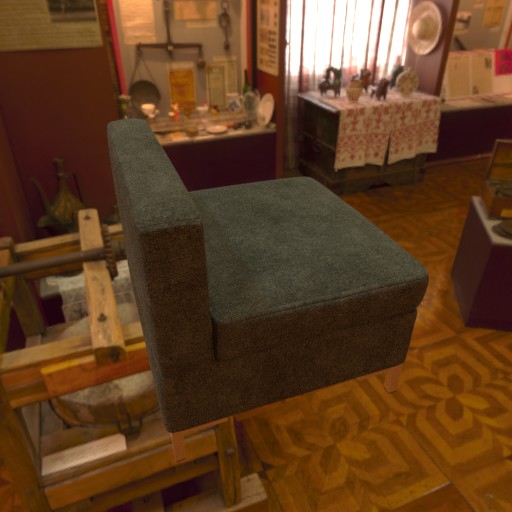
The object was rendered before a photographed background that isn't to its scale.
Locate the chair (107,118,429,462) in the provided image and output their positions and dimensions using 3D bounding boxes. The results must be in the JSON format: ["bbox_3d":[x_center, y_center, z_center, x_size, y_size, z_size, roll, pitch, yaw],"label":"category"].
[{"bbox_3d":[0.000,0.000,1.241,0.680,0.660,0.680,-11,34,-17],"label":"chair"}]
